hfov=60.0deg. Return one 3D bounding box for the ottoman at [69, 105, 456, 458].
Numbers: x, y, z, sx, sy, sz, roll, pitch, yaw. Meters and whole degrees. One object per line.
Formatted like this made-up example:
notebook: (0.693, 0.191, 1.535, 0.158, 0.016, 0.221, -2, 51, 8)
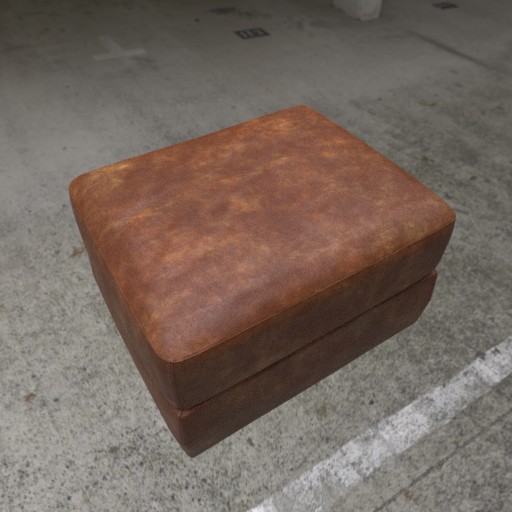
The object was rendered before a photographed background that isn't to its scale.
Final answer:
ottoman: (0.000, 0.000, 1.140, 0.751, 0.476, 0.603, -24, 51, -21)
